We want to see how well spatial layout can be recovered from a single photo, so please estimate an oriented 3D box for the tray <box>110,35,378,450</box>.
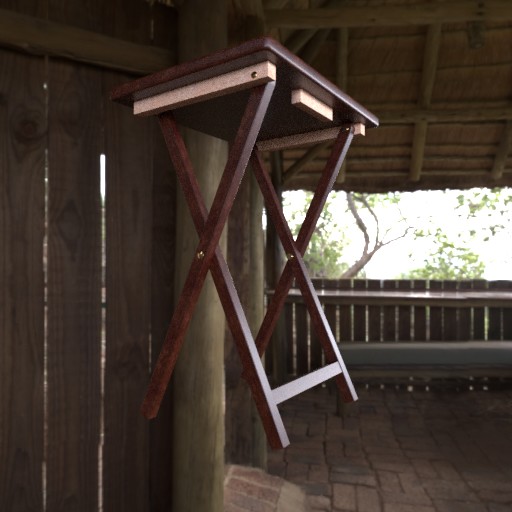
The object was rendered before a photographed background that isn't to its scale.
[{"bbox_3d":[0.000,0.000,0.964,0.381,0.660,0.483,0,-1,35],"label":"tray"}]
